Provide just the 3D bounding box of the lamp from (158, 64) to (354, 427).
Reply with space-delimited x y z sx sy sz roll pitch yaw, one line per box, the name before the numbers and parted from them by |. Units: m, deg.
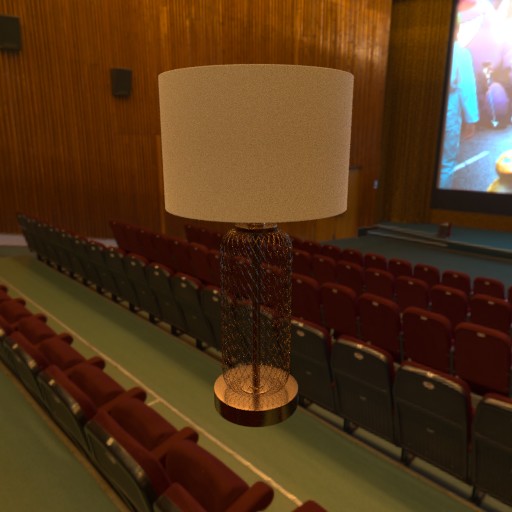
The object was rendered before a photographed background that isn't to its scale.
lamp | 0.000 0.000 0.647 0.252 0.483 0.252 -15 21 -43
